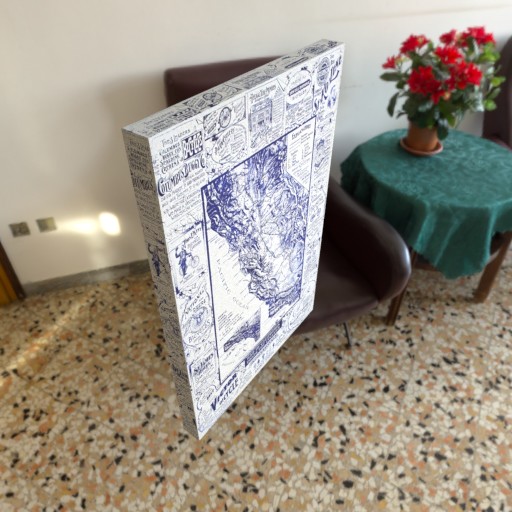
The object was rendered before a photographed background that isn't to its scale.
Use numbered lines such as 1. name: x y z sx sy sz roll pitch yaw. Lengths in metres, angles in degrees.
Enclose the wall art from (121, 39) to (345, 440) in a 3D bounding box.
1. wall art: 0.000 0.000 0.760 0.040 0.601 0.408 26 47 27
